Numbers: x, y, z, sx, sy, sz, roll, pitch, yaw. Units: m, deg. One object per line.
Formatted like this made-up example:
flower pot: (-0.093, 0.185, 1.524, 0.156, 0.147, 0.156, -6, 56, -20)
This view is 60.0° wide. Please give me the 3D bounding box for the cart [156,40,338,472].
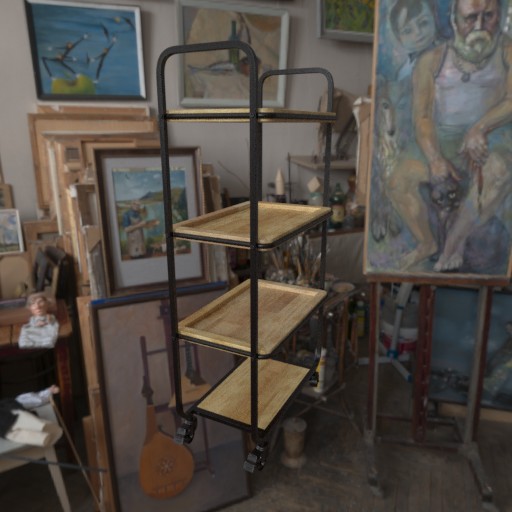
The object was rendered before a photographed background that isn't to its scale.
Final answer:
cart: (0.000, 0.000, 1.314, 0.321, 1.080, 0.545, 8, 18, 26)
